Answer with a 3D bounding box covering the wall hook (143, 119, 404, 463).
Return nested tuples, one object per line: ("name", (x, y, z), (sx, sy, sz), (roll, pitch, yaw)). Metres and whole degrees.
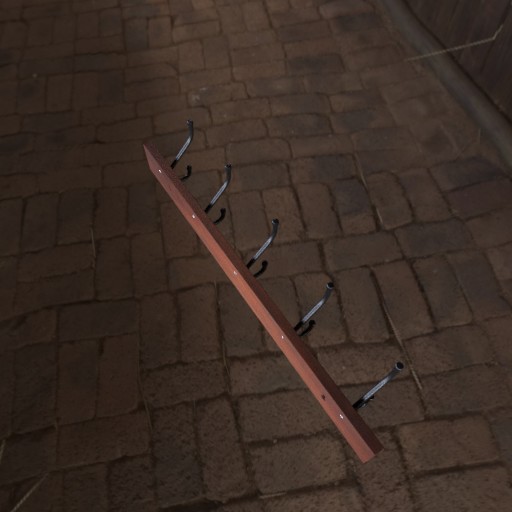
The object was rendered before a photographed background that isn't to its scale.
("wall hook", (0.000, 0.000, 0.620), (0.071, 0.117, 0.571), (-29, 62, -17))
